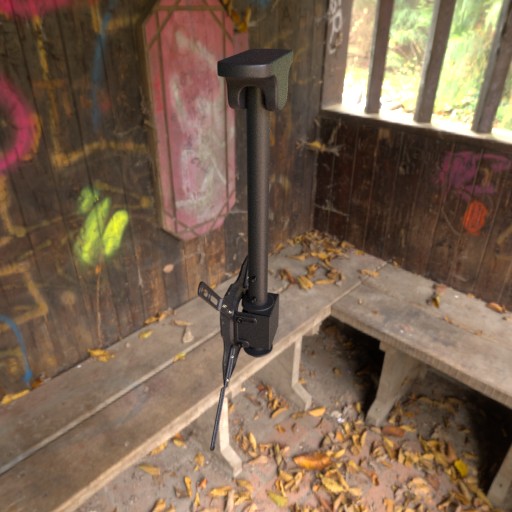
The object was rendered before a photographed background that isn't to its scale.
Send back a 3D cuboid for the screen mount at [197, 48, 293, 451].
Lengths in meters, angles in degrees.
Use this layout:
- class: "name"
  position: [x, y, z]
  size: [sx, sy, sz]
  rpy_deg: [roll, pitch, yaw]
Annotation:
- class: "screen mount"
  position: [0.000, 0.000, 0.878]
  size: [0.090, 0.729, 0.393]
  rpy_deg: [8, 31, 13]
